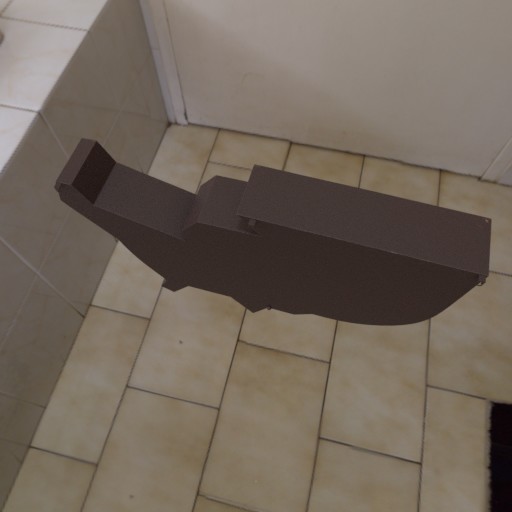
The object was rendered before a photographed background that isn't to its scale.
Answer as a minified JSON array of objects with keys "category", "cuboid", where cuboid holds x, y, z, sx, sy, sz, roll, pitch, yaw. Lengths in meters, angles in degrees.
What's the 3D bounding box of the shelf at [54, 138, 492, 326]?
[{"category":"shelf","cuboid":[0.000,0.000,0.904,0.729,0.439,0.112,14,64,7]}]
